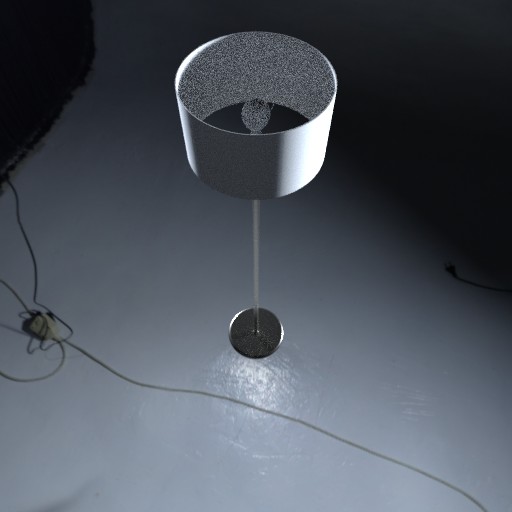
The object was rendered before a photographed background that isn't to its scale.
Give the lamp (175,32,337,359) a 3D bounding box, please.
[{"bbox_3d":[0.000,0.000,1.566,0.347,1.443,0.347,15,59,9],"label":"lamp"}]
